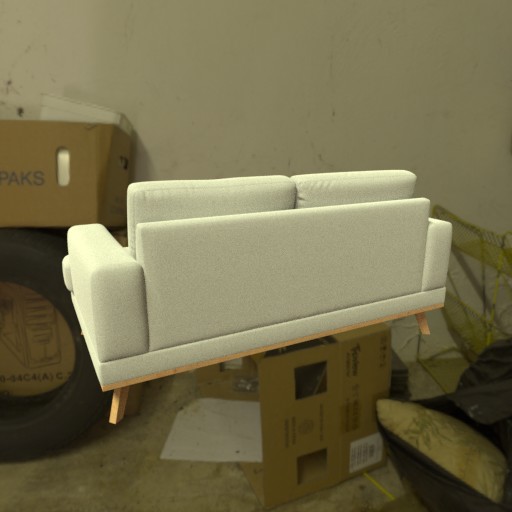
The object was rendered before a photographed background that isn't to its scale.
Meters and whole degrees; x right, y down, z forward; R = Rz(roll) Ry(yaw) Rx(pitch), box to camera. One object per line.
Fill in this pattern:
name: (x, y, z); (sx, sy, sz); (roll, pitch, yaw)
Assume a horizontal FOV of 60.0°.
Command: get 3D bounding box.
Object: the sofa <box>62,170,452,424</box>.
sofa: (0.000, 0.000, 2.112); (1.651, 0.810, 0.915); (-8, 17, -26)
